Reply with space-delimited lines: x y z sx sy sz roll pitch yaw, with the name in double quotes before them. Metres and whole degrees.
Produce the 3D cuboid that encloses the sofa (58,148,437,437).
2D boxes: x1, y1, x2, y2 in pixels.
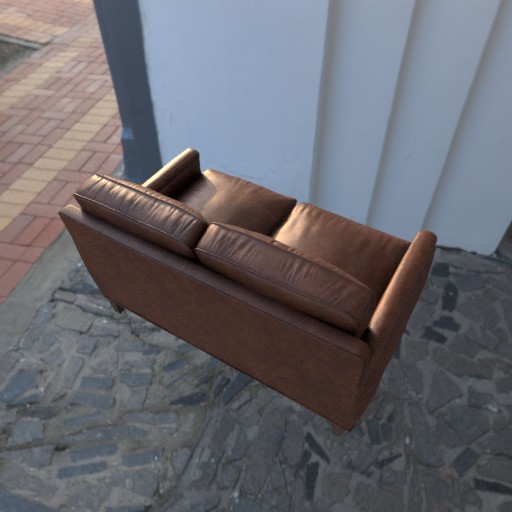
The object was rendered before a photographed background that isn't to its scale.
"sofa" 0.000 0.000 2.327 1.628 1.003 1.083 23 50 21
